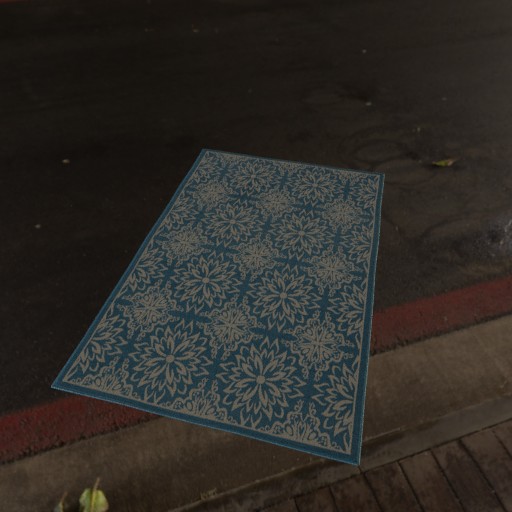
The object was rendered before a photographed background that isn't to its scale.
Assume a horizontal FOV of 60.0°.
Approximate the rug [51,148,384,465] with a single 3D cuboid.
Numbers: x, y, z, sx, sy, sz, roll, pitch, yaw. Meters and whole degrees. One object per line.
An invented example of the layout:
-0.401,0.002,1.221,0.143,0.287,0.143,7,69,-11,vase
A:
0.000,0.000,2.280,1.211,0.012,1.833,10,46,10,rug
